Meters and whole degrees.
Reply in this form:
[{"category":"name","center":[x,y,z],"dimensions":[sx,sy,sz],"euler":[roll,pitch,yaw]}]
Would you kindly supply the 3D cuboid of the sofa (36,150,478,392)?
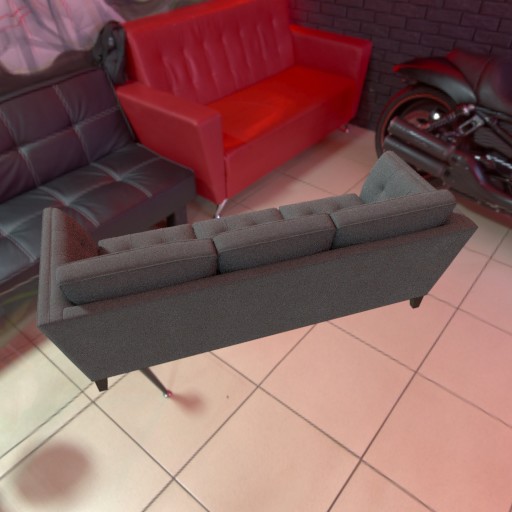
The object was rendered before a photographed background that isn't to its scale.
[{"category":"sofa","center":[0.000,0.000,2.805],"dimensions":[2.387,0.940,0.965],"euler":[-12,42,-13]}]
